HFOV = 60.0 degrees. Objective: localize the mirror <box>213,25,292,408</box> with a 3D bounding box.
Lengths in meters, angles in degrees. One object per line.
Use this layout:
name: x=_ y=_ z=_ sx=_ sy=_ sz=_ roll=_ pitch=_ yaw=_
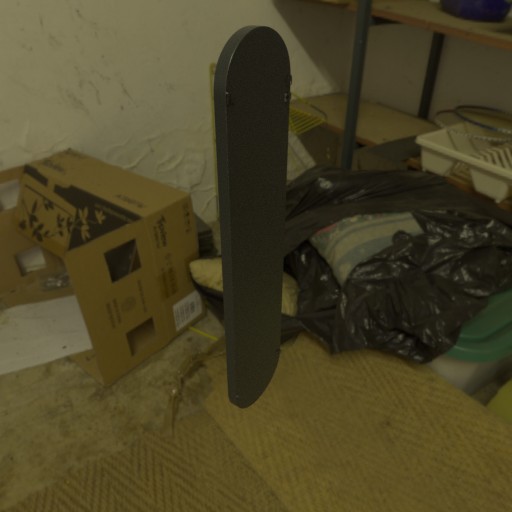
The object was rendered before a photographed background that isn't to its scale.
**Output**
mirror: x=0.000 y=0.000 z=1.072 sx=0.032 sy=0.991 sz=0.222 roll=20 pitch=37 yaw=29
